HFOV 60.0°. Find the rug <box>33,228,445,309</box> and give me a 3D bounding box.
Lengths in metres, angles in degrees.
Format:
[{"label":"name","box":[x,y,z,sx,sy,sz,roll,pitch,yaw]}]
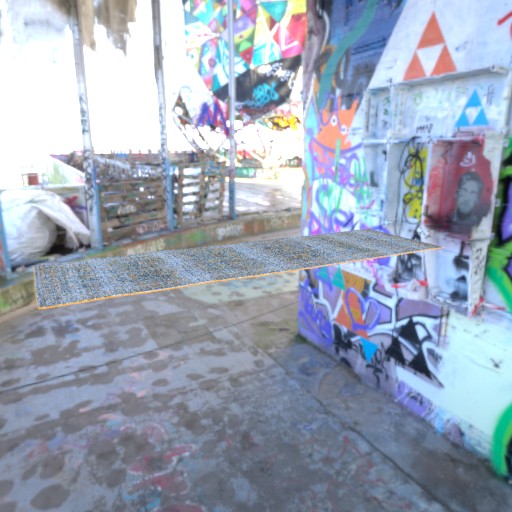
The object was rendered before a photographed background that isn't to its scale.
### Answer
[{"label":"rug","box":[0.000,0.000,2.549,2.294,0.014,0.704,-7,16,-27]}]
